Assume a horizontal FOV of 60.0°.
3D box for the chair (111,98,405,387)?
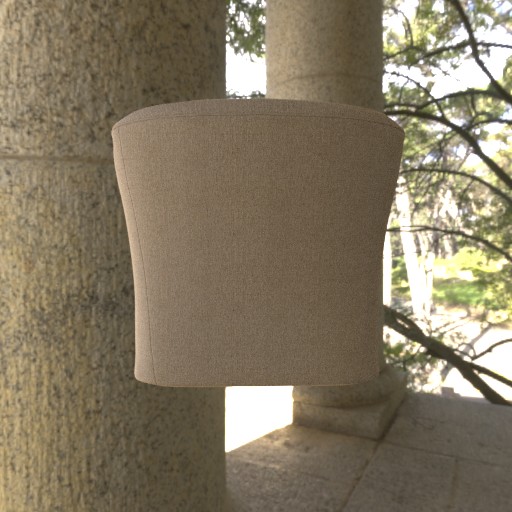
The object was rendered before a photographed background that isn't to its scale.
[{"bbox_3d":[0.000,0.000,1.612,0.864,0.856,0.923,0,1,-2],"label":"chair"}]
